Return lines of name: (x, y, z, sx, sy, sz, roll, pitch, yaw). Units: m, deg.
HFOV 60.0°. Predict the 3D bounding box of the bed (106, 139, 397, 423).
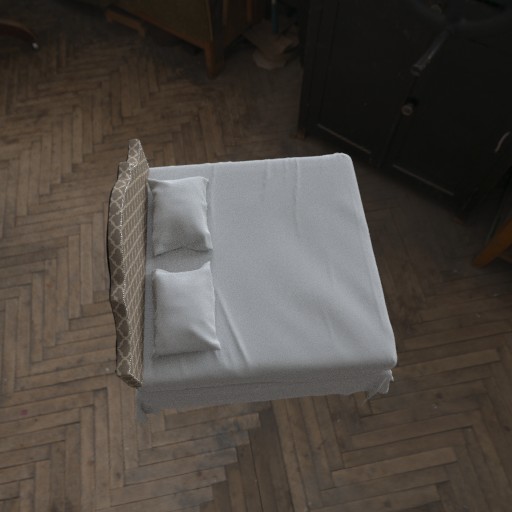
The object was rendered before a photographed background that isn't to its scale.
bed: (0.000, 0.000, 3.690, 2.222, 1.601, 2.314, -4, 63, -2)
